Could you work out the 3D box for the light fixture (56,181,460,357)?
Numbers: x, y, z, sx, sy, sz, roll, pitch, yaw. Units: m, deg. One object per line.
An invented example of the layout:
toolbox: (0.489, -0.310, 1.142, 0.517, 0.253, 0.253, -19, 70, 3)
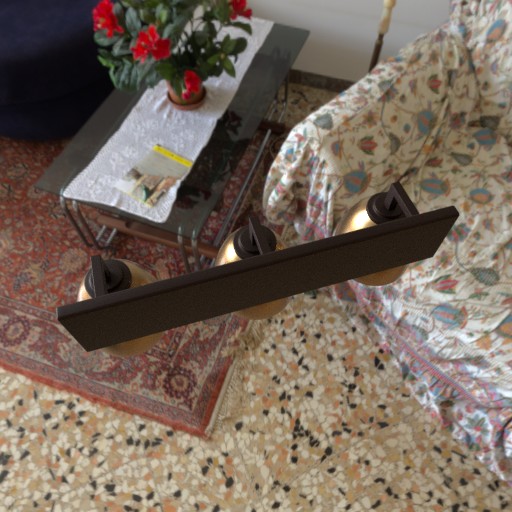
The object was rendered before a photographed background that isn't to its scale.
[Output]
light fixture: (0.000, 0.000, 0.694, 0.582, 0.204, 0.157, -14, 59, -9)
